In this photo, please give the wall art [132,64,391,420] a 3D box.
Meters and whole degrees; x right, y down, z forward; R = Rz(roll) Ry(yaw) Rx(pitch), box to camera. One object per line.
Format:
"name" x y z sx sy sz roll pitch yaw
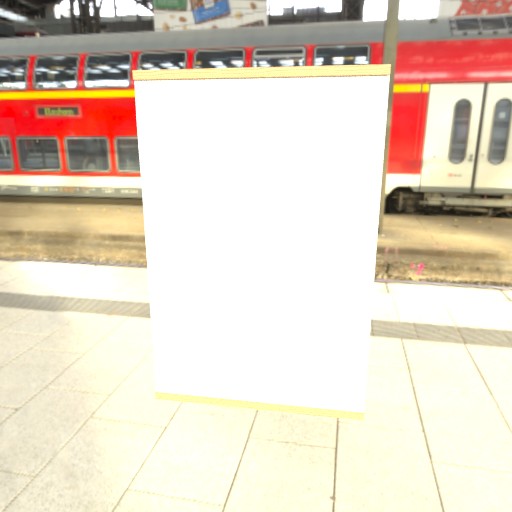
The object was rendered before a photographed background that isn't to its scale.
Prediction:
"wall art" 0.000 0.000 1.932 1.011 1.521 0.025 3 16 9
